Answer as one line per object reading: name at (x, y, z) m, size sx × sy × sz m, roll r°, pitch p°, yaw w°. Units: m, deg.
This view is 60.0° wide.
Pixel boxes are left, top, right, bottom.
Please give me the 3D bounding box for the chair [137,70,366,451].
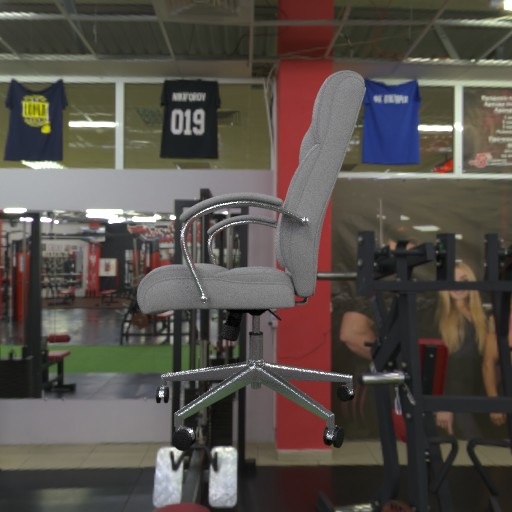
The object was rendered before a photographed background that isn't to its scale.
chair at (0.000, 0.000, 1.594) m, size 0.745 × 1.099 × 0.727 m, roll 0°, pitch -1°, yaw 1°
